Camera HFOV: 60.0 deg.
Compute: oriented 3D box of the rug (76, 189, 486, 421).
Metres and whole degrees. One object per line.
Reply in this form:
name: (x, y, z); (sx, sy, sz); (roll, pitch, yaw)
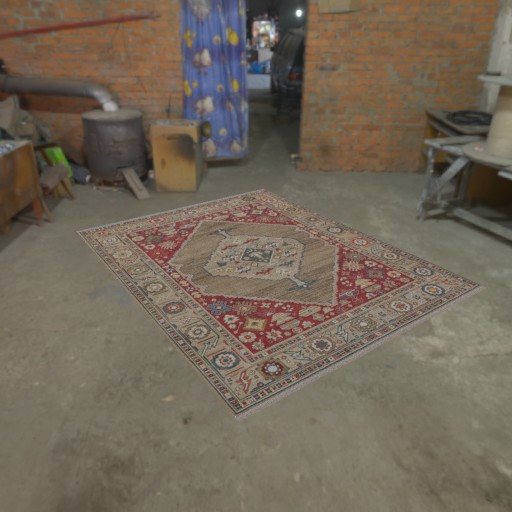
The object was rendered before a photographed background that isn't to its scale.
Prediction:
rug: (0.000, 0.000, 4.176); (2.451, 0.008, 3.143); (-18, 32, -31)
